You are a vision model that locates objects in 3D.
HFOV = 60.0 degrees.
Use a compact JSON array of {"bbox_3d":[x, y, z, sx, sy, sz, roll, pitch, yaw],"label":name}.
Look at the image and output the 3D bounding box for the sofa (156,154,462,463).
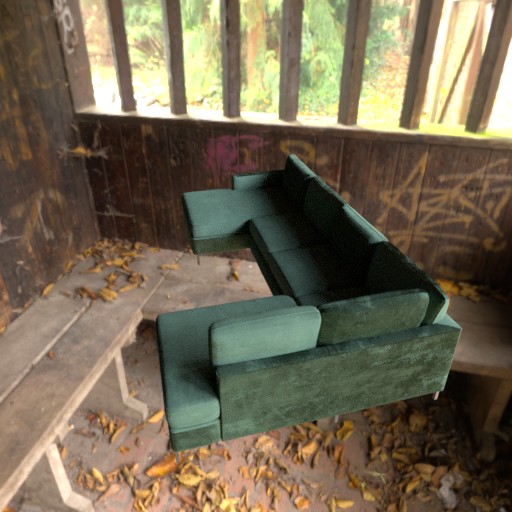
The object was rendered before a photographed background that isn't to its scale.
[{"bbox_3d":[0.000,0.000,4.345,2.055,0.992,3.434,-8,32,-13],"label":"sofa"}]
